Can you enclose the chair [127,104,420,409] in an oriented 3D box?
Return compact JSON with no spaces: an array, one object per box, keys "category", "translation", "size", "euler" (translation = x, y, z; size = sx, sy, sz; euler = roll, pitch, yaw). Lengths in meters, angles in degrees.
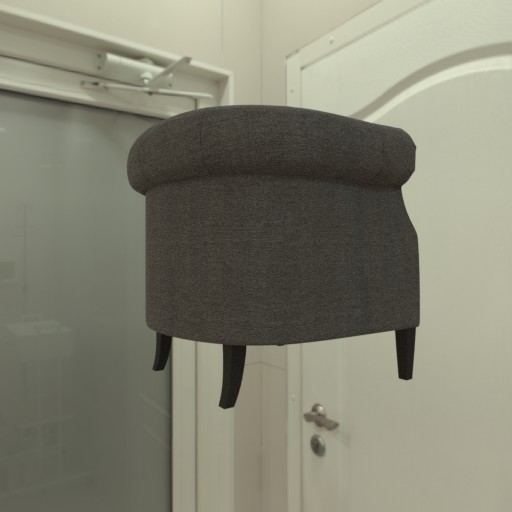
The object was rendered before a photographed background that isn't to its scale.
[{"category":"chair","translation":[0.000,0.000,1.564],"size":[0.852,0.827,0.905],"euler":[0,0,-35]}]
